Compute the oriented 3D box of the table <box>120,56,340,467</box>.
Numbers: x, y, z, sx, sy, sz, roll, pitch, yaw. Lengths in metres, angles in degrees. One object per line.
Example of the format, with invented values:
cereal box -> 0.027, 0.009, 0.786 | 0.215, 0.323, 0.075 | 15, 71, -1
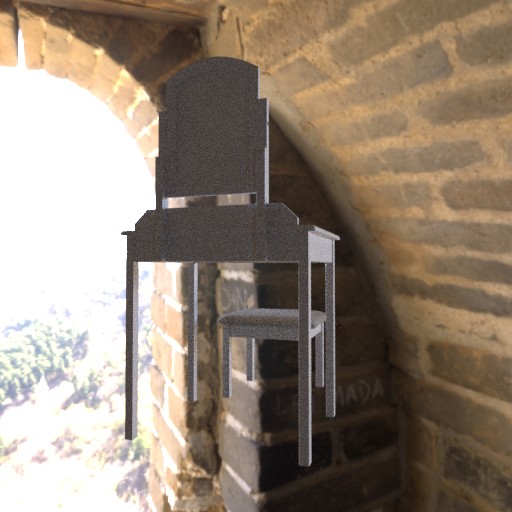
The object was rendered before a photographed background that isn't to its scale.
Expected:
table -> 0.000, 0.000, 2.375 | 0.876, 1.631, 1.211 | 0, -1, 19
